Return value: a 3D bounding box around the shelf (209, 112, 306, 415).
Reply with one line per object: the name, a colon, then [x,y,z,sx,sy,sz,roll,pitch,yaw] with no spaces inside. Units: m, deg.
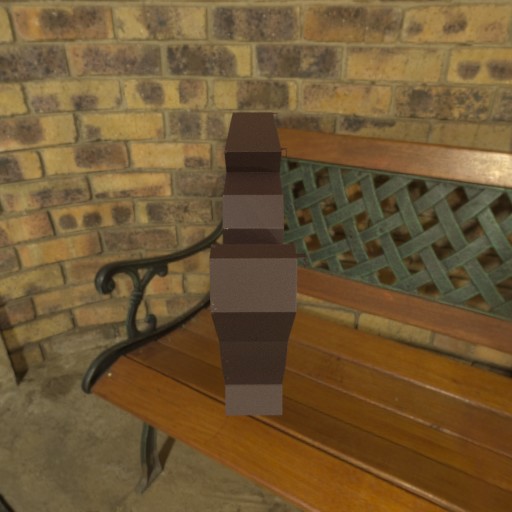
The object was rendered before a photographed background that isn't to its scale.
shelf: [0.000,0.000,0.904,0.112,0.439,0.729,0,28,0]
